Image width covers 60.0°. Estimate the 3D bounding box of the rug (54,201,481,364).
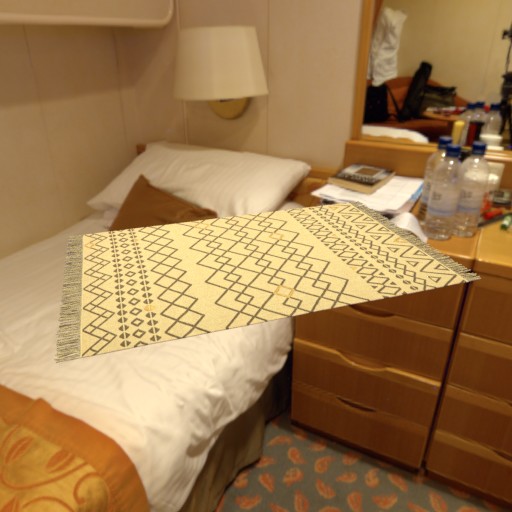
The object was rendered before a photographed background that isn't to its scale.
[{"bbox_3d":[0.000,0.000,3.014,2.472,0.035,1.495,-9,28,-17],"label":"rug"}]
